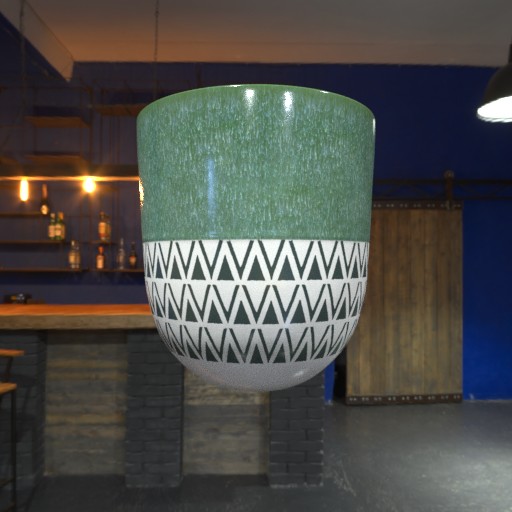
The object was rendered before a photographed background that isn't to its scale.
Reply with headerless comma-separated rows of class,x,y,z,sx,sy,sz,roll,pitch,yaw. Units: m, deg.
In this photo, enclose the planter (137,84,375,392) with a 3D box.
planter,0.000,0.000,0.373,0.195,0.214,0.195,0,0,0
